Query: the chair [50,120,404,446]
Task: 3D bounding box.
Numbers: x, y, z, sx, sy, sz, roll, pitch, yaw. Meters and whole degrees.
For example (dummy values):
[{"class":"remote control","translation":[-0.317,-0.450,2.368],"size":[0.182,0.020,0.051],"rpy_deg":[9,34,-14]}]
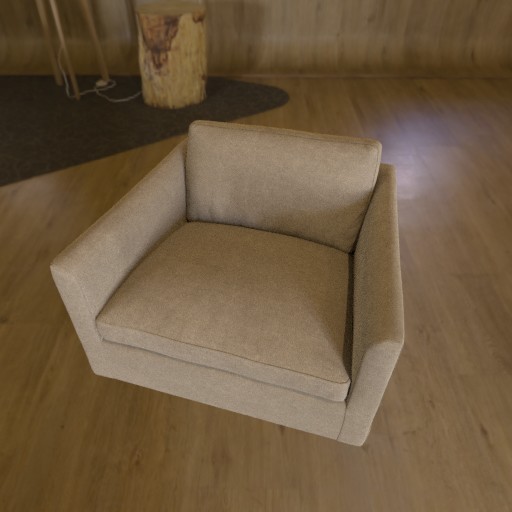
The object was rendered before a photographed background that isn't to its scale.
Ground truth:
[{"class":"chair","translation":[0.000,0.000,1.926],"size":[1.190,0.845,1.091],"rpy_deg":[11,42,12]}]
